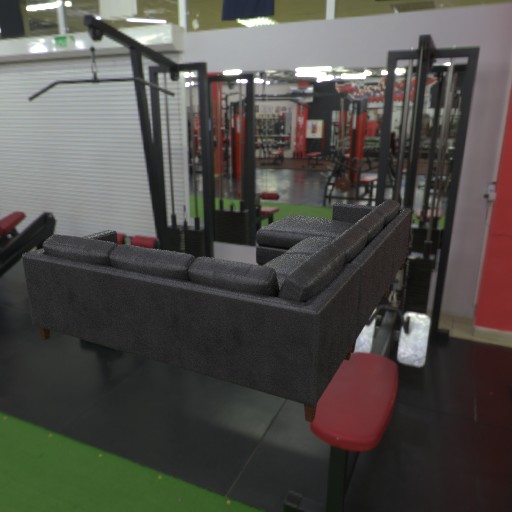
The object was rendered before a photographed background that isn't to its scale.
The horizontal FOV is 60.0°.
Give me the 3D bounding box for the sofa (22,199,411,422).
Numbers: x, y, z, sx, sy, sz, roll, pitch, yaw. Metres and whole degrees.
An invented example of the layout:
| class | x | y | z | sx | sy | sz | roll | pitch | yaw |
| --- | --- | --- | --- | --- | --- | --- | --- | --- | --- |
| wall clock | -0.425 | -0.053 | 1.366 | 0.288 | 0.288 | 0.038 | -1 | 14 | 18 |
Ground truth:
| class | x | y | z | sx | sy | sz | roll | pitch | yaw |
| --- | --- | --- | --- | --- | --- | --- | --- | --- | --- |
| sofa | 0.000 | 0.000 | 4.438 | 2.452 | 0.891 | 3.324 | 8 | 19 | 26 |
